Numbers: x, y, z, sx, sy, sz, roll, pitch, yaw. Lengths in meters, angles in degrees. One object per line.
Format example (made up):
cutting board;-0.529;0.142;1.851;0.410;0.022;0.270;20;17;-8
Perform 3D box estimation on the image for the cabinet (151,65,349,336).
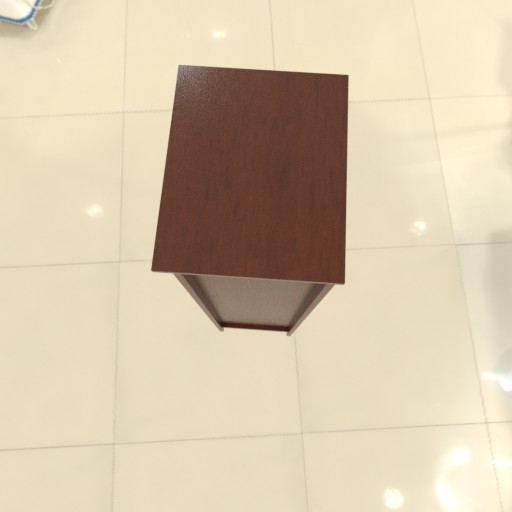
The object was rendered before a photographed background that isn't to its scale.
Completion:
cabinet;0.000;0.000;1.709;0.401;1.518;0.500;4;75;1
